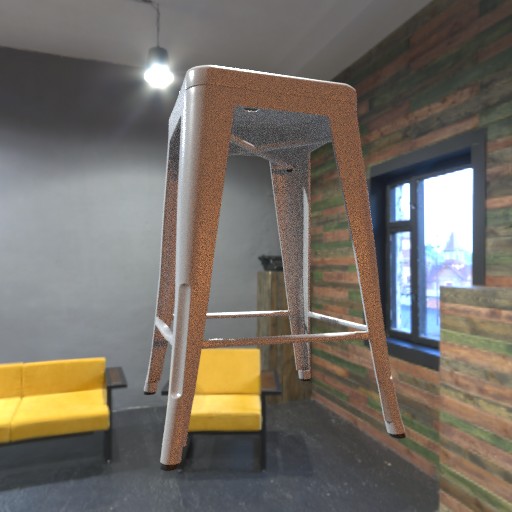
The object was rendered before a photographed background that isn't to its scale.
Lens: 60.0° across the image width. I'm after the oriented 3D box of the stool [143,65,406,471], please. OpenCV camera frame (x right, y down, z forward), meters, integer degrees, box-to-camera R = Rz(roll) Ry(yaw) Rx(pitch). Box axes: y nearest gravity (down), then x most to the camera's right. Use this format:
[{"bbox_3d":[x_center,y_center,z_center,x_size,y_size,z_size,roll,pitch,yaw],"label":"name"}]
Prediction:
[{"bbox_3d":[0.000,0.000,0.876,0.406,0.610,0.406,0,-1,-18],"label":"stool"}]
